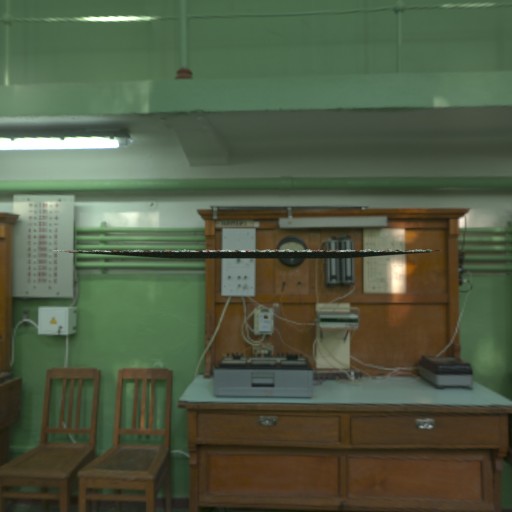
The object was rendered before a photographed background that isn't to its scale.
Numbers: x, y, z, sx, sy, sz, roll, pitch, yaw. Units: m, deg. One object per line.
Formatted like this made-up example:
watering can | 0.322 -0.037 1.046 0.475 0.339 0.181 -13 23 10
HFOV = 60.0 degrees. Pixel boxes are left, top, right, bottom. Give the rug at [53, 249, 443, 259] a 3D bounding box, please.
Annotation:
rug | 0.000 0.000 2.244 1.219 0.008 1.829 0 -1 2
